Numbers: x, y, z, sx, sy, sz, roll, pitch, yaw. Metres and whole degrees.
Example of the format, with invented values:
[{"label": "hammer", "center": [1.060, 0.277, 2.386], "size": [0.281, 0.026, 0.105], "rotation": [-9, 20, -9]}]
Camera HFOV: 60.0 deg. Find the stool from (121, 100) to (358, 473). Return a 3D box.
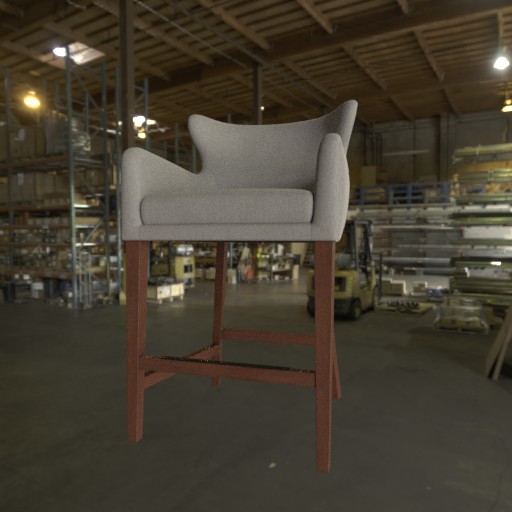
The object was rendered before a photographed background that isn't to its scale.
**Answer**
[{"label": "stool", "center": [0.000, 0.000, 1.326], "size": [0.575, 0.951, 0.575], "rotation": [1, 2, 18]}]
